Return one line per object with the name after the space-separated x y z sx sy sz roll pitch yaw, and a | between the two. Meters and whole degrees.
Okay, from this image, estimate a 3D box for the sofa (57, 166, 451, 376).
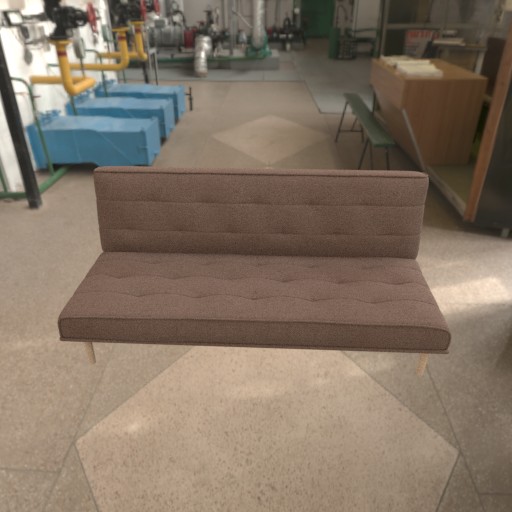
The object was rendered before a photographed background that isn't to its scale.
0.000 0.000 2.391 1.820 0.810 1.038 1 31 2 | sofa
